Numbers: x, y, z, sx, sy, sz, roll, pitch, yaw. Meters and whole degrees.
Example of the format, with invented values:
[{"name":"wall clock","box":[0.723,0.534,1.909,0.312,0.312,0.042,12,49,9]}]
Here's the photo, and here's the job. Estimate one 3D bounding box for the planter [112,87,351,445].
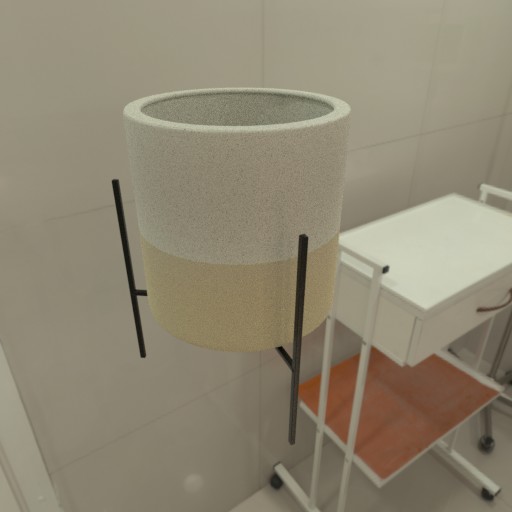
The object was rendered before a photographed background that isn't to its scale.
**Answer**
[{"name":"planter","box":[0.000,0.000,0.551,0.263,0.362,0.267,-20,34,-31]}]
